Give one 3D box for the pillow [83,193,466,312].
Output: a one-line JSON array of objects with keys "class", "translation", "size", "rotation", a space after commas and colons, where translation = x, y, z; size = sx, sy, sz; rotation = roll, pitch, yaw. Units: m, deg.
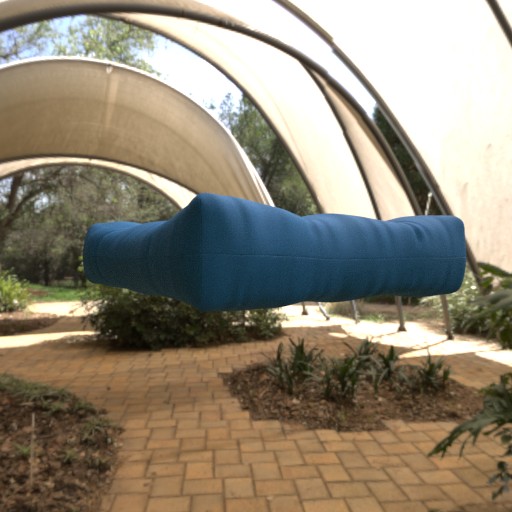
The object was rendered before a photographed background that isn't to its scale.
[{"class": "pillow", "translation": [0.000, 0.000, 0.739], "size": [0.468, 0.128, 0.490], "rotation": [0, 0, -34]}]
